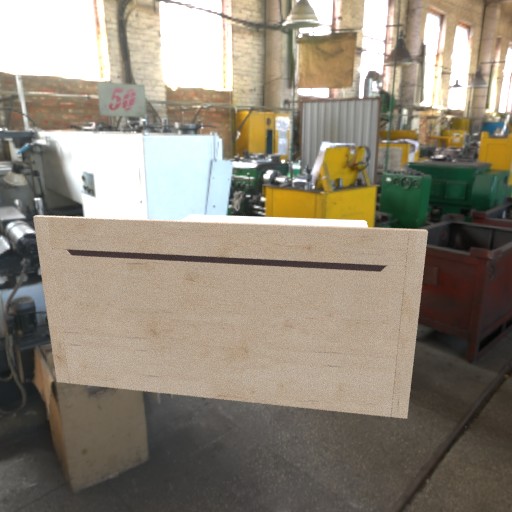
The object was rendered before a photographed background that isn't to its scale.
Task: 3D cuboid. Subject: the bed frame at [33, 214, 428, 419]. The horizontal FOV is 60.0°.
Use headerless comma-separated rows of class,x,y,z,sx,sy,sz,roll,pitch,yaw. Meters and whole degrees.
bed frame,0.000,0.000,3.079,1.800,0.900,2.080,3,16,10
